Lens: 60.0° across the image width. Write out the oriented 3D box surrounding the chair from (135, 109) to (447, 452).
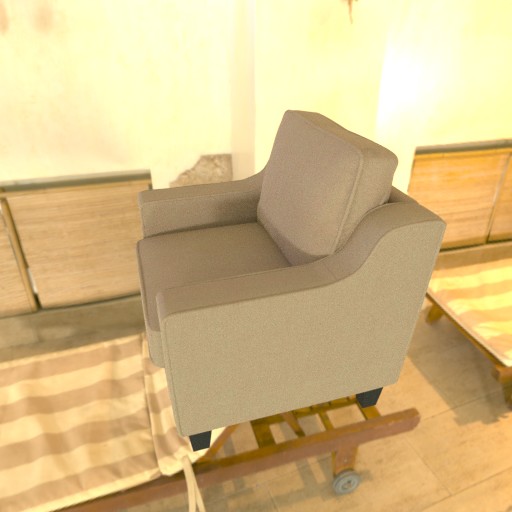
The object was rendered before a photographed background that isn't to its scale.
[{"bbox_3d":[0.000,0.000,1.687,0.882,0.948,0.922,-9,31,-15],"label":"chair"}]
